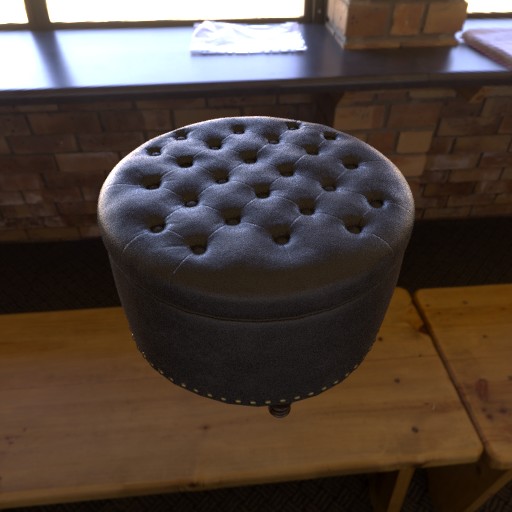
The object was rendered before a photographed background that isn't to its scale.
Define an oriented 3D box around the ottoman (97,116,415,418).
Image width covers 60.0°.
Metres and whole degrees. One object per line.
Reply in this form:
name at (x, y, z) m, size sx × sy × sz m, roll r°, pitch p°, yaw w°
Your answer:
ottoman at (0.000, 0.000, 1.039) m, size 0.637 × 0.442 × 0.637 m, roll 0°, pitch 41°, yaw 0°
